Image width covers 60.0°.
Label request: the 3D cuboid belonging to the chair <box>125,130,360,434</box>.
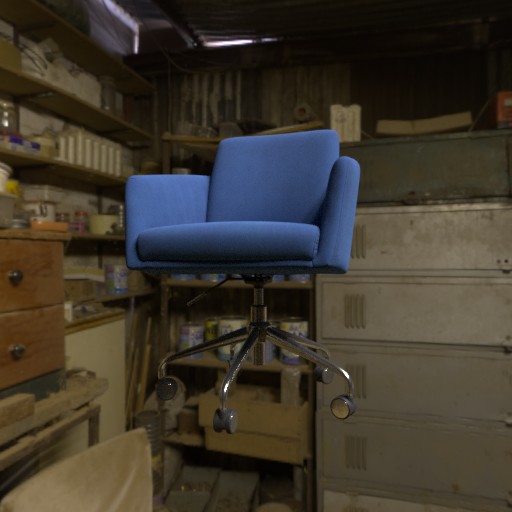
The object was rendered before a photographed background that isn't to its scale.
[{"bbox_3d":[0.000,0.000,1.390,0.641,0.908,0.635,0,0,17],"label":"chair"}]
